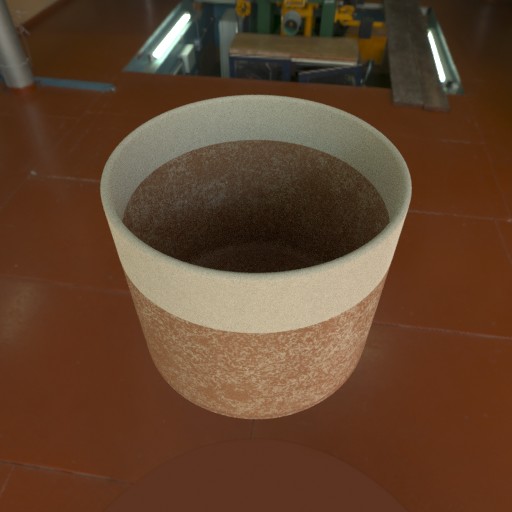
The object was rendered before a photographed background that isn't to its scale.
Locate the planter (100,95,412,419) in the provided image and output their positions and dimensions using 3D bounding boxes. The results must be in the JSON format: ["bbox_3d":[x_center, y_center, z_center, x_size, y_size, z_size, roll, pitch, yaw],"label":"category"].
[{"bbox_3d":[0.000,0.000,0.280,0.159,0.138,0.159,0,46,0],"label":"planter"}]
